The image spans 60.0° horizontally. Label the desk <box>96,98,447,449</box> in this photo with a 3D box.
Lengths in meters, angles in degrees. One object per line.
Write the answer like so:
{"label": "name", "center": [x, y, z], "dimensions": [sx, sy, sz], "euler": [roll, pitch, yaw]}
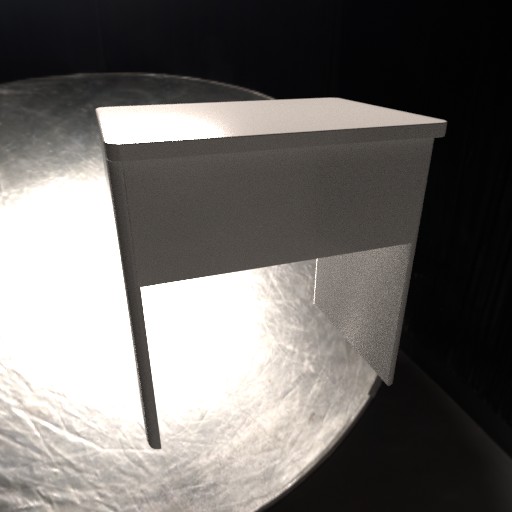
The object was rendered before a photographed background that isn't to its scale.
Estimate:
{"label": "desk", "center": [0.000, 0.000, 1.298], "dimensions": [0.762, 0.800, 0.549], "euler": [-9, 27, -18]}
